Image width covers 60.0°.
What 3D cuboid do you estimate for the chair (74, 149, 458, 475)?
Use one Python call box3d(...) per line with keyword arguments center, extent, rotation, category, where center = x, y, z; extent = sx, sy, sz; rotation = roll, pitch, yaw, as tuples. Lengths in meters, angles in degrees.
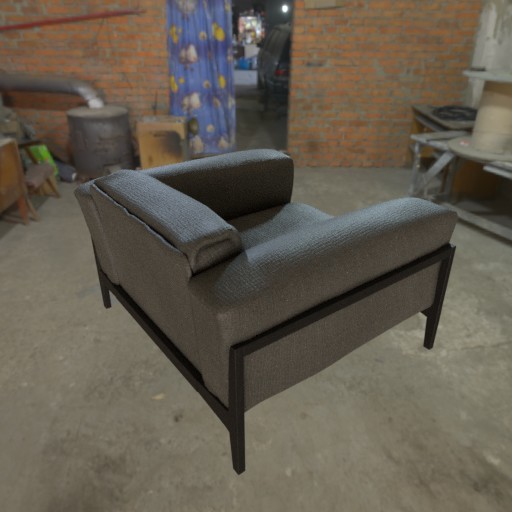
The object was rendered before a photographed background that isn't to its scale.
box3d(center=(0.000, 0.000, 1.666), extent=(0.969, 0.646, 1.056), rotation=(-19, 33, -32), category="chair")
